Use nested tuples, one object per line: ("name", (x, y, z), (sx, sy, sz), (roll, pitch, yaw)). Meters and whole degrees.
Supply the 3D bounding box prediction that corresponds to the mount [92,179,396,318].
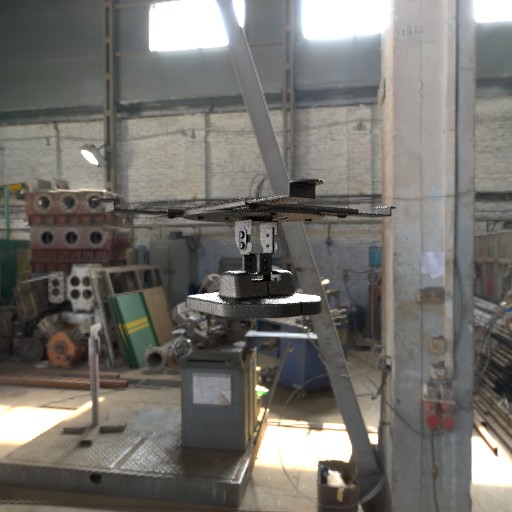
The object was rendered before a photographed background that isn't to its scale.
("mount", (0.000, 0.000, 0.600), (0.394, 0.141, 0.394), (0, 1, -35))
